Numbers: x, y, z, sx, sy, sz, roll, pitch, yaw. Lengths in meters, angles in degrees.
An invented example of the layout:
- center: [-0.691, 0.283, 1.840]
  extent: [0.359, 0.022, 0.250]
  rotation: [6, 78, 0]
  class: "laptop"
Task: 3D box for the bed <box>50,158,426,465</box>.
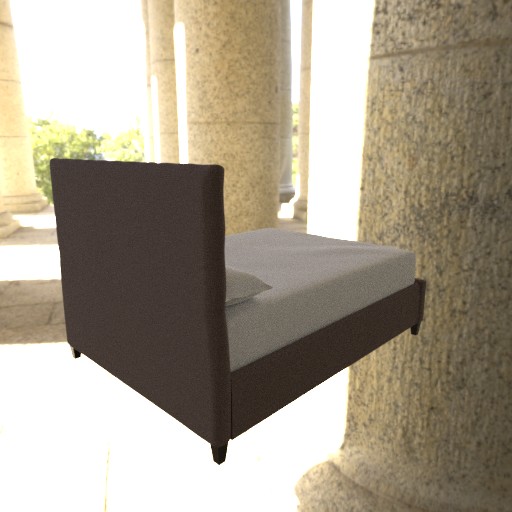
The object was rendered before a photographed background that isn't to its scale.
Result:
- center: [0.000, 0.000, 3.282]
  extent: [1.696, 1.426, 2.233]
  rotation: [13, 19, 43]
  class: "bed"
